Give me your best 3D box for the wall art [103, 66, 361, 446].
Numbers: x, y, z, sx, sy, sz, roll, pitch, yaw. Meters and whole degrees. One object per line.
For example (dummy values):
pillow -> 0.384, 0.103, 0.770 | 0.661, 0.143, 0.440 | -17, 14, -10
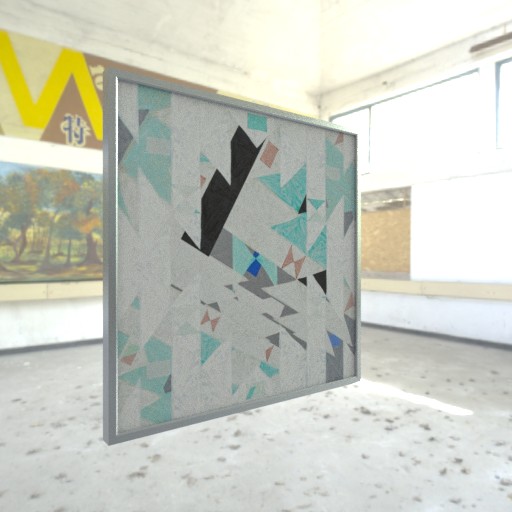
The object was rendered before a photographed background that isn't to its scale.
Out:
wall art -> 0.000, 0.000, 1.196 | 0.806, 0.806, 0.038 | 0, 0, -36
